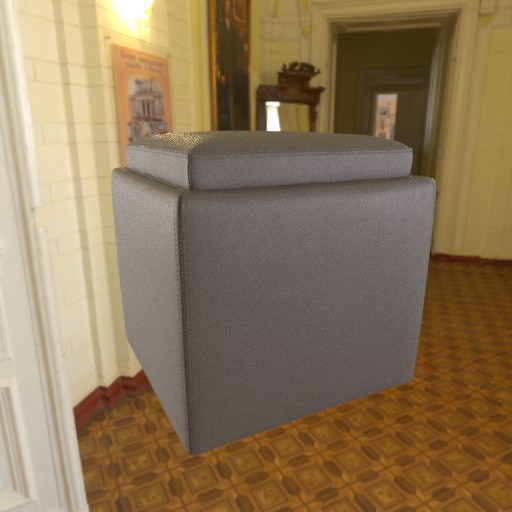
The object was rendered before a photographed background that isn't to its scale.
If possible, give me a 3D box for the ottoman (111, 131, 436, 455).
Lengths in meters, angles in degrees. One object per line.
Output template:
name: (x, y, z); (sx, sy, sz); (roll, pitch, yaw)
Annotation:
ottoman: (0.000, 0.000, 0.846); (0.451, 0.460, 0.450); (-8, 18, -26)
